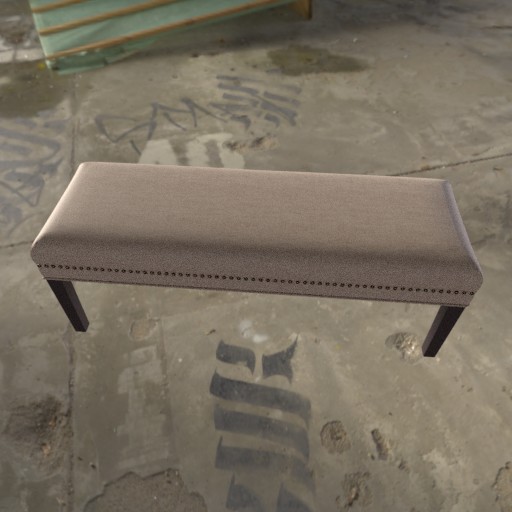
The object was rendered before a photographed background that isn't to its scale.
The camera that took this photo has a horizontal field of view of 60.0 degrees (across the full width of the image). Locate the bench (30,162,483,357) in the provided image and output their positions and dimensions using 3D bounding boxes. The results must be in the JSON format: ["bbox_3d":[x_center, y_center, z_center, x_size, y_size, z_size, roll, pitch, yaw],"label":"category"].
[{"bbox_3d":[0.000,0.000,1.441,1.219,0.457,0.410,3,47,3],"label":"bench"}]
